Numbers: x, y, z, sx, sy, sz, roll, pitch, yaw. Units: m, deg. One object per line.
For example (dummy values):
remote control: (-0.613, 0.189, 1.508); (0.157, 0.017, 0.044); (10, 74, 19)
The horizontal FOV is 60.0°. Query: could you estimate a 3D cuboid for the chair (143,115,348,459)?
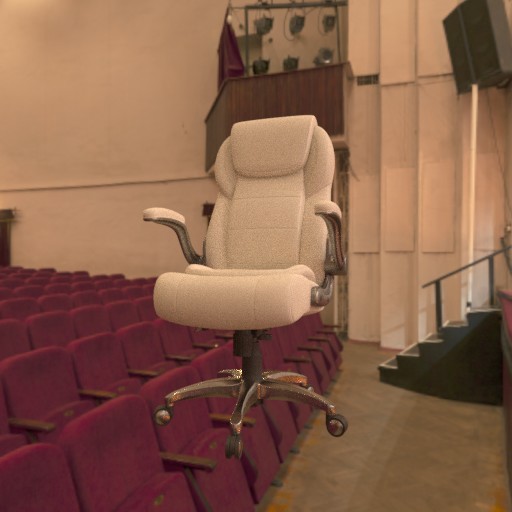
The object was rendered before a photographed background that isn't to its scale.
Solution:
chair: (0.000, 0.000, 1.819); (0.755, 1.330, 0.806); (0, 0, 18)
